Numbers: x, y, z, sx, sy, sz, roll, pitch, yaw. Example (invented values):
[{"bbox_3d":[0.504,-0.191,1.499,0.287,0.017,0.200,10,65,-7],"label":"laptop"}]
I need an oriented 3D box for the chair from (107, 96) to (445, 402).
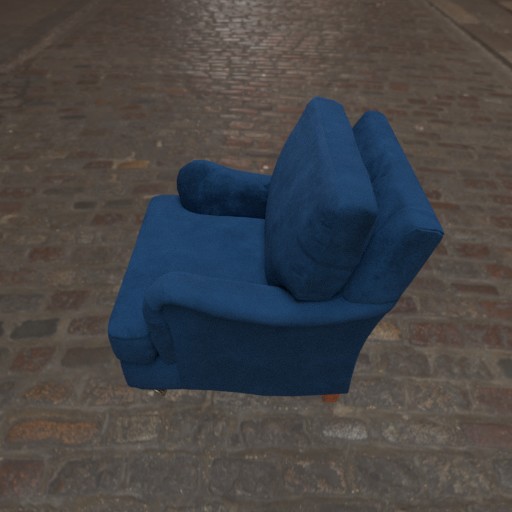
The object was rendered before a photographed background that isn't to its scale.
[{"bbox_3d":[0.000,0.000,1.847,1.078,1.076,0.895,0,41,0],"label":"chair"}]
